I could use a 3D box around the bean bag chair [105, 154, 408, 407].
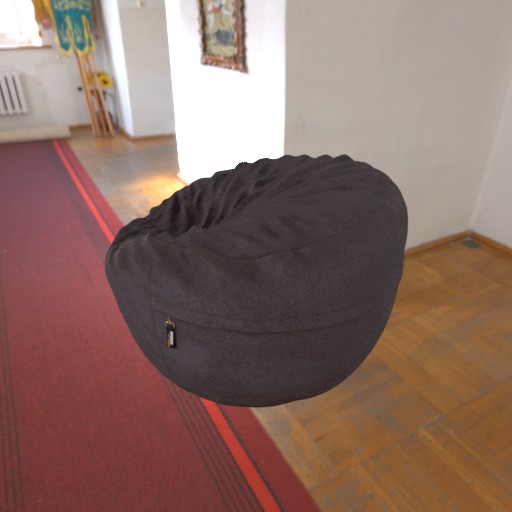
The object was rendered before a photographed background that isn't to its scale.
[{"bbox_3d":[0.000,0.000,1.991,1.245,0.821,1.245,0,30,0],"label":"bean bag chair"}]
